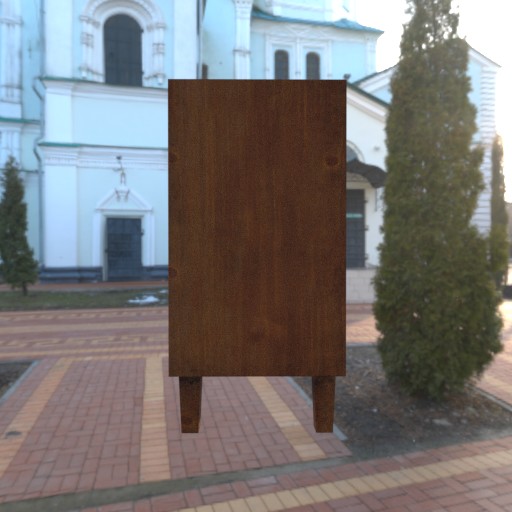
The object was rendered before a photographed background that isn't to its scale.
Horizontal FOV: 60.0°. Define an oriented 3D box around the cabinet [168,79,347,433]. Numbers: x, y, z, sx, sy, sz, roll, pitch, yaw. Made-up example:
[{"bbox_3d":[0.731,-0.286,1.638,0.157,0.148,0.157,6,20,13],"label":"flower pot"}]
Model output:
[{"bbox_3d":[0.000,0.000,1.597,0.403,0.805,1.204,0,1,0],"label":"cabinet"}]
